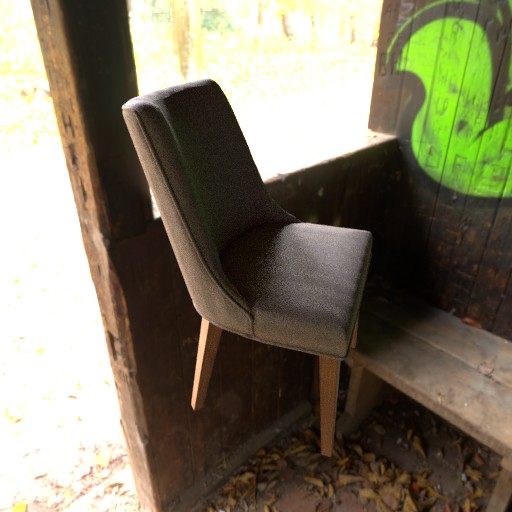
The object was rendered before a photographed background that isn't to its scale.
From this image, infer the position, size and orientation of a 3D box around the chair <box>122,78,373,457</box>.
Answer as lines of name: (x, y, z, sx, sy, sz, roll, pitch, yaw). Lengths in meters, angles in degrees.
chair: (0.000, 0.000, 1.310, 0.636, 0.916, 0.548, 10, 31, 16)
